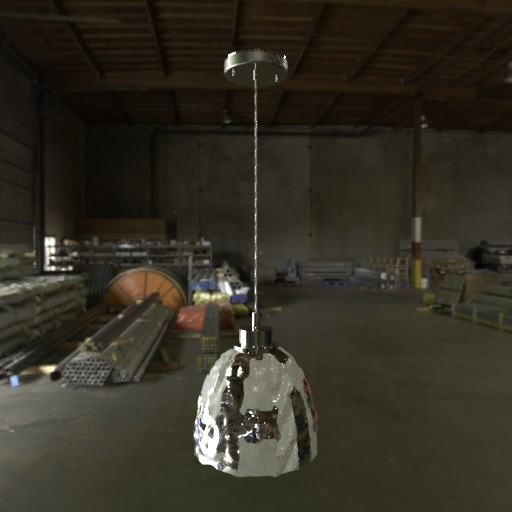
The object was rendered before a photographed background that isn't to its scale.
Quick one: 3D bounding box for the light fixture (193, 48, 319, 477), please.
[{"bbox_3d":[0.000,0.000,1.748,0.496,1.511,0.500,0,1,-20],"label":"light fixture"}]
